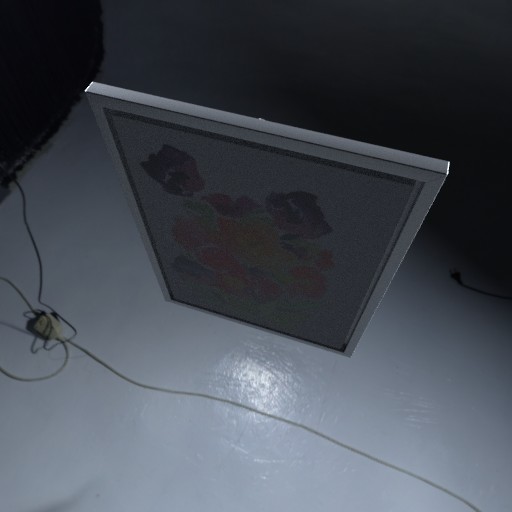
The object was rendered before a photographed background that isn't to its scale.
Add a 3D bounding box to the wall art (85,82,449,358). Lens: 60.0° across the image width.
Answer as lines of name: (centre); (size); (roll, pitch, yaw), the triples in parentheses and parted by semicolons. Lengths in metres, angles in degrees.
wall art: (0.000, 0.000, 1.393); (0.805, 1.056, 0.042); (16, 59, 10)
